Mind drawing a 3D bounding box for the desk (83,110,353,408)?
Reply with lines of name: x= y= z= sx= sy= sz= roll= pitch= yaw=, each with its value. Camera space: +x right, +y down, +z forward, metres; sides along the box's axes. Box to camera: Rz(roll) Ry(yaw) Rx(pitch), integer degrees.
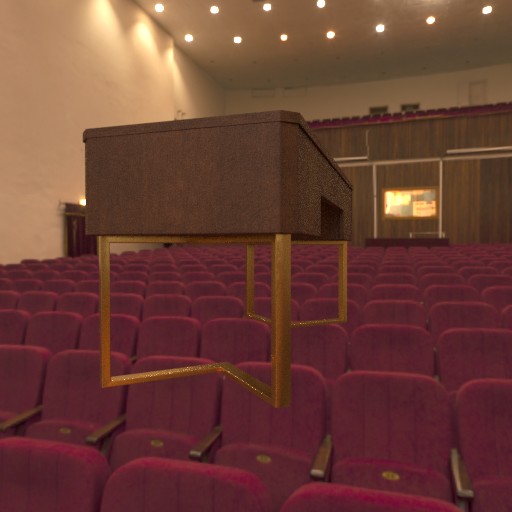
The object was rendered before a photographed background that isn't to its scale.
desk: x=0.000 y=0.000 z=1.909 sx=0.684 sy=0.762 sz=1.479 roll=0 pitch=1 yaw=18
